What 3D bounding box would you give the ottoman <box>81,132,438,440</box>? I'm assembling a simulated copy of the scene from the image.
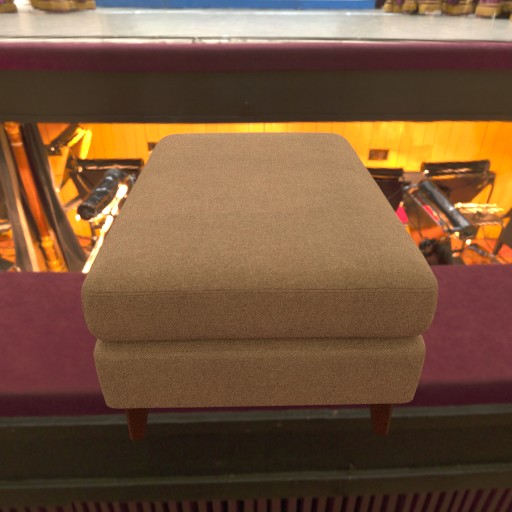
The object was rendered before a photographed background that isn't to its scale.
[{"bbox_3d":[0.000,0.000,1.157,0.610,0.478,0.823,-1,32,-1],"label":"ottoman"}]
